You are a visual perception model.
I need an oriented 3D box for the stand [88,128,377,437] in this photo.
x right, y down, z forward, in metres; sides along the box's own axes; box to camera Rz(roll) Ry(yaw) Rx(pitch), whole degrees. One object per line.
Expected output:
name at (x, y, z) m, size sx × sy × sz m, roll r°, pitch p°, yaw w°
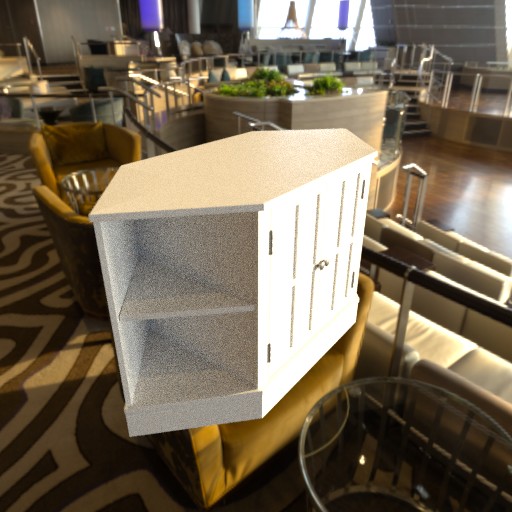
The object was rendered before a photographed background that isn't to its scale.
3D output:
stand at (0.000, 0.000, 1.378) m, size 0.477 × 0.614 × 1.072 m, roll 19°, pitch 33°, yaw 33°
